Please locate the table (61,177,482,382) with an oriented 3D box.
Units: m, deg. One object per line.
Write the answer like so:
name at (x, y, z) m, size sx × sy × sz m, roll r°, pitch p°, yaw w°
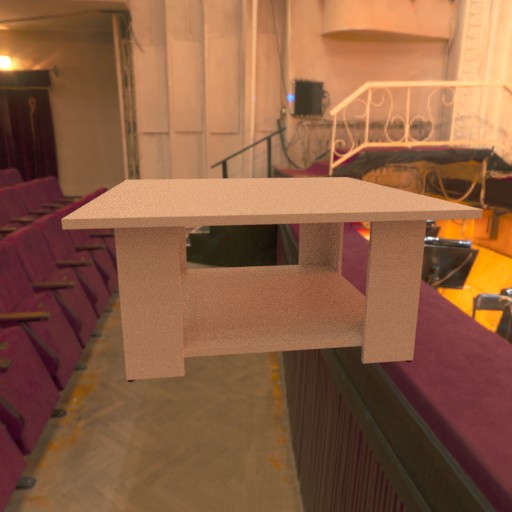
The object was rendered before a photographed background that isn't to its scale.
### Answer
table at (0.000, 0.000, 1.055) m, size 0.670 × 0.305 × 0.670 m, roll -2°, pitch 15°, yaw -8°
